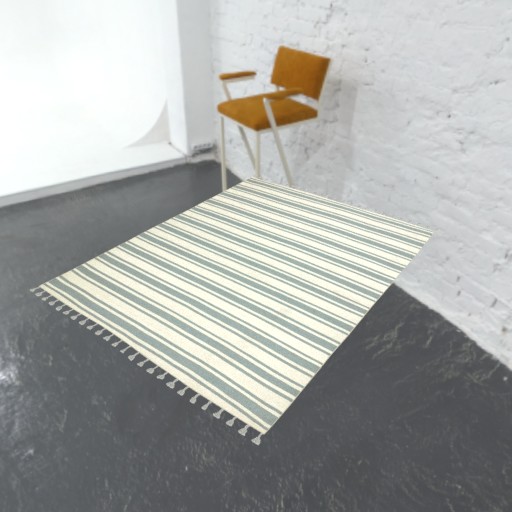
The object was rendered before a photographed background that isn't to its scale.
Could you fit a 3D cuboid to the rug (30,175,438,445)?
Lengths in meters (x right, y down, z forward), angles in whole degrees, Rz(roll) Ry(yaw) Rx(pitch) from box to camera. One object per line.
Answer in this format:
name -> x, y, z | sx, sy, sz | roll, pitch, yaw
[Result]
rug -> 0.000, 0.000, 4.222 | 2.439, 0.005, 3.201 | 22, 39, 30
